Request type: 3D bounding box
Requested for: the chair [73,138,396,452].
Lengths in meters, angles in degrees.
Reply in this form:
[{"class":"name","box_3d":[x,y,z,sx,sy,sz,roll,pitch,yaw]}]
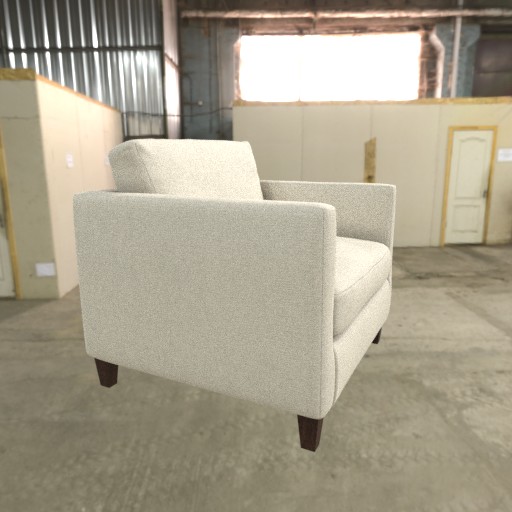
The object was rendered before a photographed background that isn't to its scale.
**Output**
[{"class":"chair","box_3d":[0.000,0.000,1.777,0.959,0.919,0.996,6,14,26]}]
